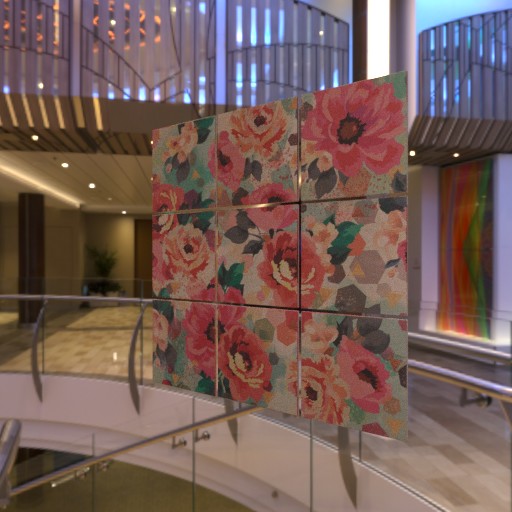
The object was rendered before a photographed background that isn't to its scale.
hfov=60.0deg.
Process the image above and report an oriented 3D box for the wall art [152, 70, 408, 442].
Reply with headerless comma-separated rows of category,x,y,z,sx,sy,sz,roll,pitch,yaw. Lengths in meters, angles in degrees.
wall art,0.000,0.000,1.807,1.216,1.220,0.013,0,0,35
